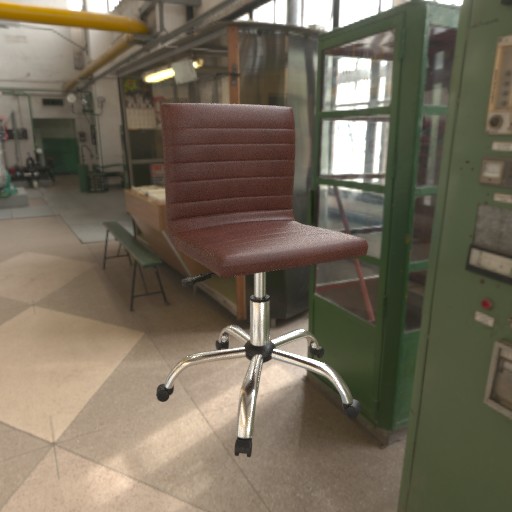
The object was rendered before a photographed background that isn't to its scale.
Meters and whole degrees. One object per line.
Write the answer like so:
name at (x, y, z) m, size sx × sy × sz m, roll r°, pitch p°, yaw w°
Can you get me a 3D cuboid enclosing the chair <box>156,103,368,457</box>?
chair at (0.000, 0.000, 1.179) m, size 0.556 × 0.780 × 0.530 m, roll -8°, pitch 18°, yaw -26°
